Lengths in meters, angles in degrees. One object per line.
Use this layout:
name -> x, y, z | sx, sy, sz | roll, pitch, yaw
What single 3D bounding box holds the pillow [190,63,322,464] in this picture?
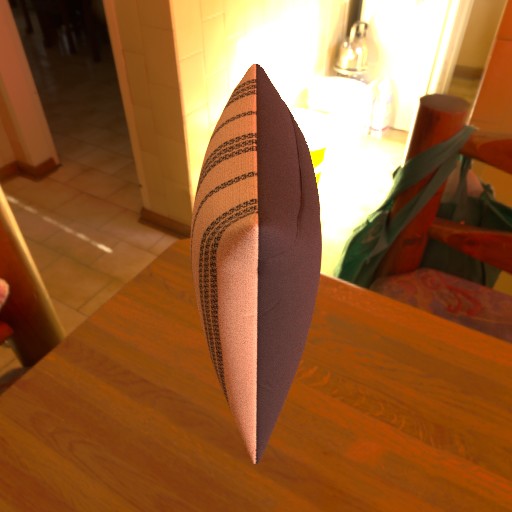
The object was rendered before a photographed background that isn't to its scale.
pillow -> 0.000, 0.000, 0.628 | 0.173, 0.406, 0.405 | 0, 41, 0
